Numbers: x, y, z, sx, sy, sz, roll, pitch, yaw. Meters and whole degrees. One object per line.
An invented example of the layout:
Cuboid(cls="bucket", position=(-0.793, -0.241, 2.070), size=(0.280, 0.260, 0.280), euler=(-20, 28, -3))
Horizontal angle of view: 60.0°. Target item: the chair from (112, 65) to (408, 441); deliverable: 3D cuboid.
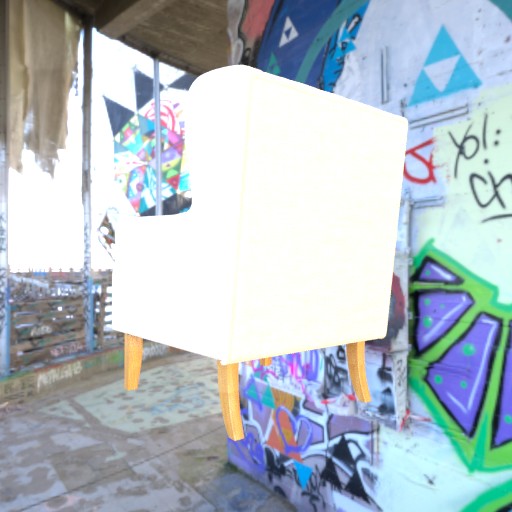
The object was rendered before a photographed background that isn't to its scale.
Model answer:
Cuboid(cls="chair", position=(0.000, 0.000, 1.482), size=(0.710, 0.930, 0.760), euler=(1, -1, -37))
